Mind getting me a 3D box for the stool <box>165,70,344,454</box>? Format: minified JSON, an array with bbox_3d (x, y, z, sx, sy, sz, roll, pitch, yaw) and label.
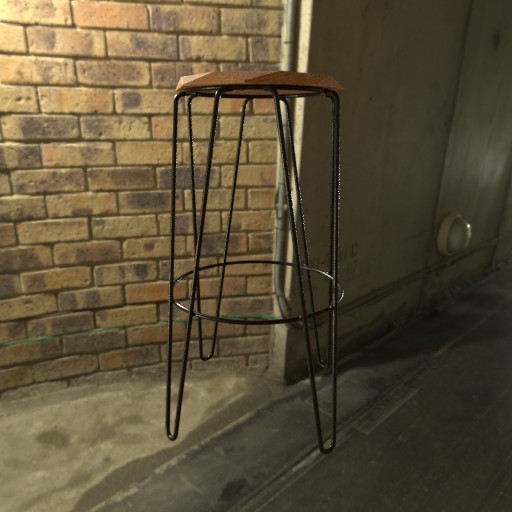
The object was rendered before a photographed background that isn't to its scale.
[{"bbox_3d":[0.000,0.000,0.820,0.326,0.610,0.326,2,17,7],"label":"stool"}]
